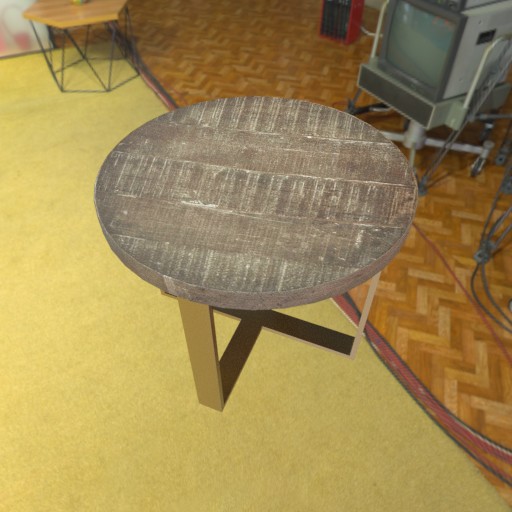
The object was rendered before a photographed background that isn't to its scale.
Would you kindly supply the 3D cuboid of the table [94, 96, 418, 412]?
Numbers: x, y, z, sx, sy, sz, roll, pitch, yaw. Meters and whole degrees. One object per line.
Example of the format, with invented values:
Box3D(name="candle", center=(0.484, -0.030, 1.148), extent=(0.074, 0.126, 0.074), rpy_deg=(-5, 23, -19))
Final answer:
Box3D(name="table", center=(0.000, 0.000, 0.942), extent=(0.557, 0.437, 0.557), rpy_deg=(0, 46, 0))
